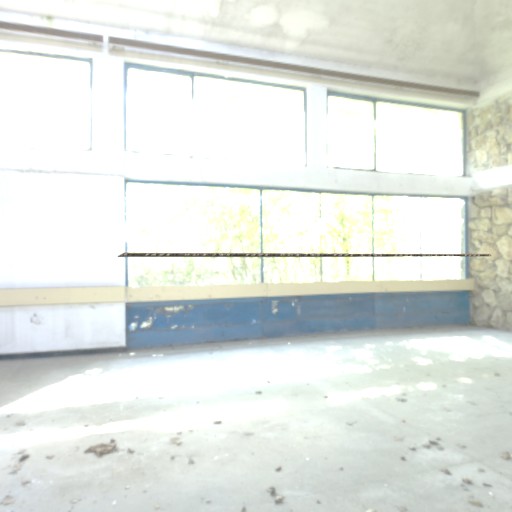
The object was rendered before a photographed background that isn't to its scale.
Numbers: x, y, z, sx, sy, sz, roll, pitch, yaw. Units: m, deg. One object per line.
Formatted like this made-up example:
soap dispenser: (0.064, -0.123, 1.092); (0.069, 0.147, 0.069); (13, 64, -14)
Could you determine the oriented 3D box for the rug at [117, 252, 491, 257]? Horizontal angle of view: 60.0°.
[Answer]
rug: (0.000, 0.000, 3.894); (2.305, 0.017, 2.902); (0, 0, -18)
